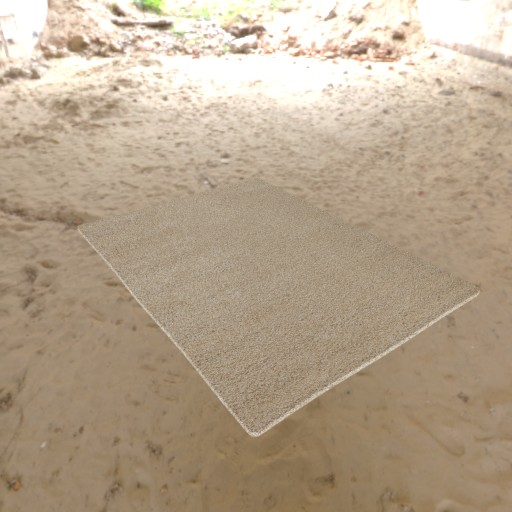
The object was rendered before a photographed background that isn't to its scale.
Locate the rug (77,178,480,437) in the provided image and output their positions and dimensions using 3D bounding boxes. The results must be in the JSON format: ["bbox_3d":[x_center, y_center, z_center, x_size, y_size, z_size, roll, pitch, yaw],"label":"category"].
[{"bbox_3d":[0.000,0.000,2.115,1.199,0.025,1.600,-21,37,-30],"label":"rug"}]
